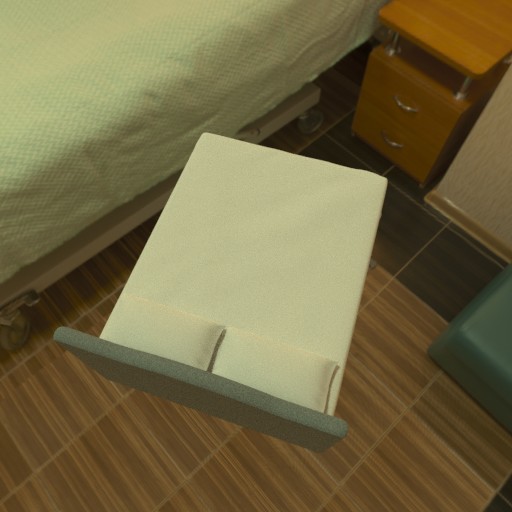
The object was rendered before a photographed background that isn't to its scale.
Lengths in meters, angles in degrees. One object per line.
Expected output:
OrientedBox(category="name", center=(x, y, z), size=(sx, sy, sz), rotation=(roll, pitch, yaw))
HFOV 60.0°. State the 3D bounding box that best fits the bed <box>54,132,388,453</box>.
OrientedBox(category="bed", center=(0.000, 0.000, 4.006), size=(2.161, 1.457, 2.689), rotation=(16, 64, 8))
